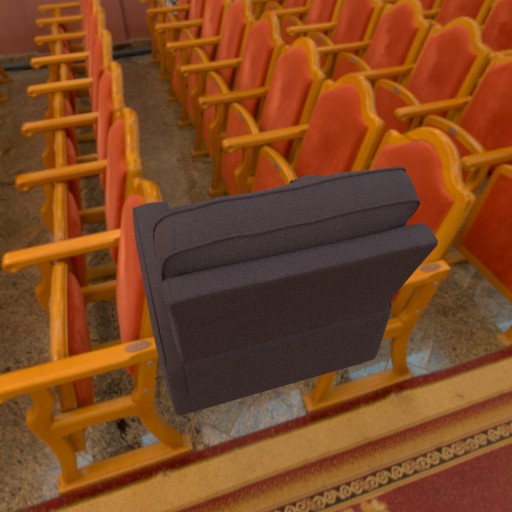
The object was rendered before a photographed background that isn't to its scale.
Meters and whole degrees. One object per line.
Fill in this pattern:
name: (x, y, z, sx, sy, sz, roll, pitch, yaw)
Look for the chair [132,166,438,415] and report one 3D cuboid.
chair: (0.000, 0.000, 1.691, 0.861, 0.962, 0.964, -12, 43, -13)
